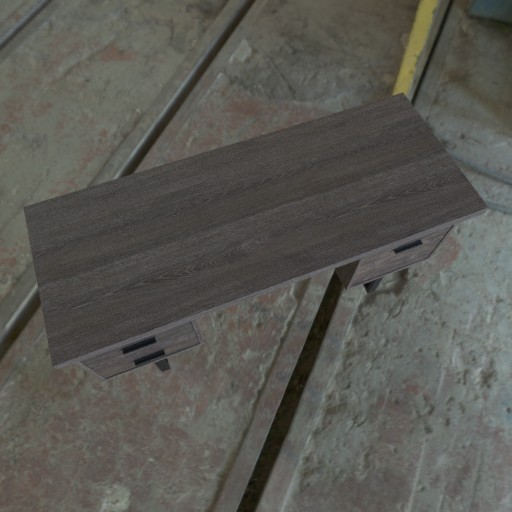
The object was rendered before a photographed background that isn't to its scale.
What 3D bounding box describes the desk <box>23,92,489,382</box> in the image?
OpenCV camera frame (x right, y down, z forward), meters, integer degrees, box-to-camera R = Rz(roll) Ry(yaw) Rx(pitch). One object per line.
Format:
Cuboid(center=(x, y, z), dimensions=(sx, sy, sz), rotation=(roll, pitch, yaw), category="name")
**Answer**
Cuboid(center=(0.000, 0.000, 1.898), dimensions=(1.524, 0.760, 0.600), rotation=(-19, 65, -9), category="desk")
